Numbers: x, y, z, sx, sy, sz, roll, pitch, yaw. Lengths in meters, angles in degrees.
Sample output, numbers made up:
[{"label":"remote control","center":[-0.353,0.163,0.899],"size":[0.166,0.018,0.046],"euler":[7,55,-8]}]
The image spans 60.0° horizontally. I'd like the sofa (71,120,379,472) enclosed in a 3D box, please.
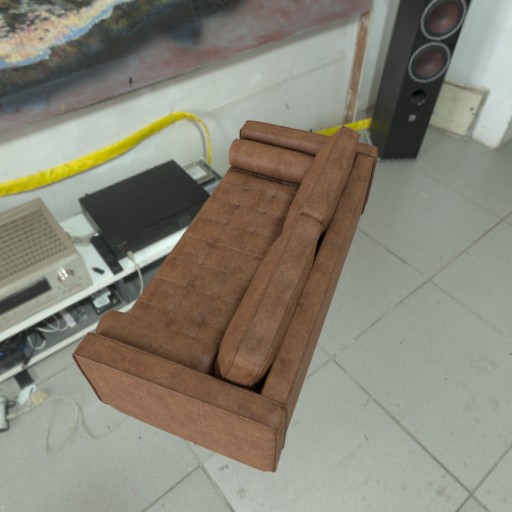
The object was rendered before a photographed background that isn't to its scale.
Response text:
[{"label":"sofa","center":[0.000,0.000,2.430],"size":[0.924,0.825,1.920],"euler":[16,50,14]}]
